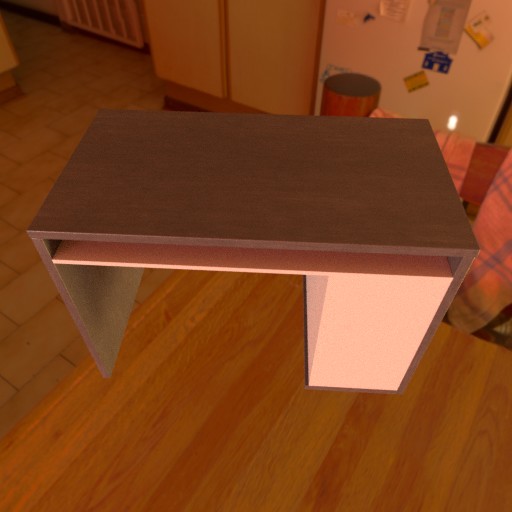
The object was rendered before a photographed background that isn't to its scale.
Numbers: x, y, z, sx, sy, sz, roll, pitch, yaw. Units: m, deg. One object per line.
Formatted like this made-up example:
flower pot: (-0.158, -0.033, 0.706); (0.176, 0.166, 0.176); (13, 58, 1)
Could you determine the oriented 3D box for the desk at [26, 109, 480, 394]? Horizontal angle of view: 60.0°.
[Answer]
desk: (0.000, 0.000, 1.548); (1.100, 0.750, 0.600); (3, 47, 2)
